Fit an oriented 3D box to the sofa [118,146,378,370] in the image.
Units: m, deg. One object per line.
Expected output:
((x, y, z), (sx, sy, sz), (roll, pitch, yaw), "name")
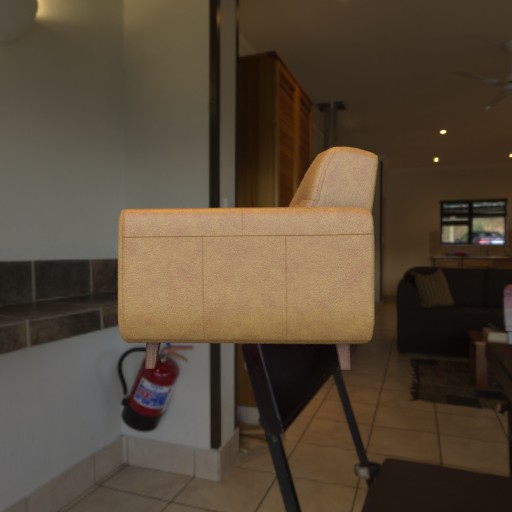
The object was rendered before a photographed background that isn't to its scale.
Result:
((0.000, 0.000, 2.646), (0.980, 0.892, 2.137), (0, 0, 1), "sofa")
